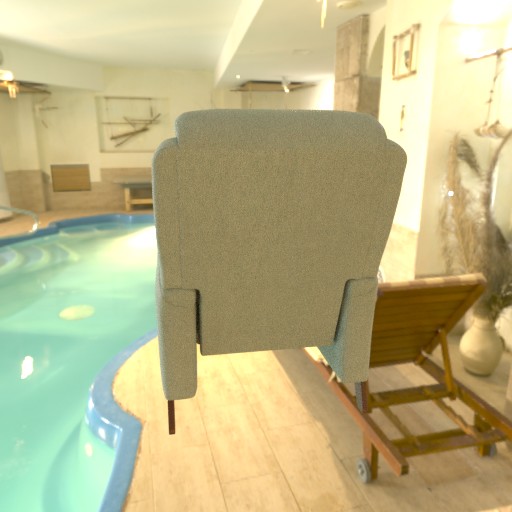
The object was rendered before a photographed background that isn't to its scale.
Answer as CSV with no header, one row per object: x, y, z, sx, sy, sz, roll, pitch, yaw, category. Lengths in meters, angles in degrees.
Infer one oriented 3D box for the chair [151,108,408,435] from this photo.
0.000,0.000,1.766,0.785,1.067,0.988,-3,15,-10,chair
